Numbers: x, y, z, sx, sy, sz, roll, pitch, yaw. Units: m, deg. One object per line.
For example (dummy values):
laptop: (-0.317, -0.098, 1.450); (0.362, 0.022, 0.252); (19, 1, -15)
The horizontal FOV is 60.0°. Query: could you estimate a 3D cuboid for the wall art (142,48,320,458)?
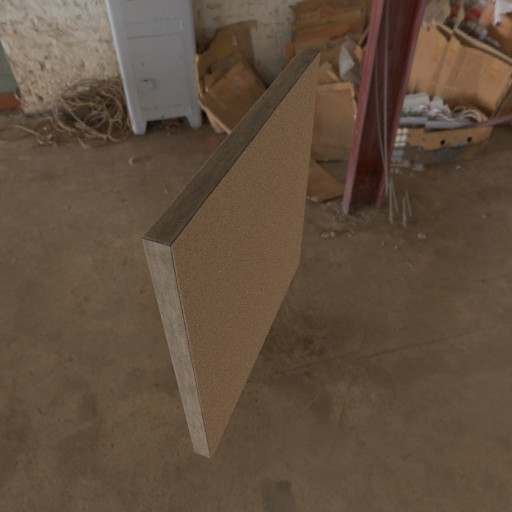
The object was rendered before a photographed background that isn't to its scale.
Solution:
wall art: (0.000, 0.000, 1.119); (0.050, 0.751, 0.749); (15, 47, 15)
